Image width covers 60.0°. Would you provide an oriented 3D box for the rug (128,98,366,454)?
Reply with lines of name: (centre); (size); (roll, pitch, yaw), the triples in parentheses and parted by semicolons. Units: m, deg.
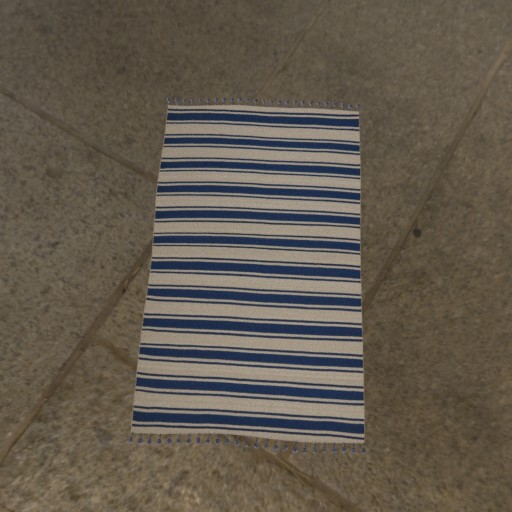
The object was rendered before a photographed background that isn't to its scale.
rug: (0.000, 0.000, 2.591); (1.248, 0.009, 2.108); (3, 75, 1)
